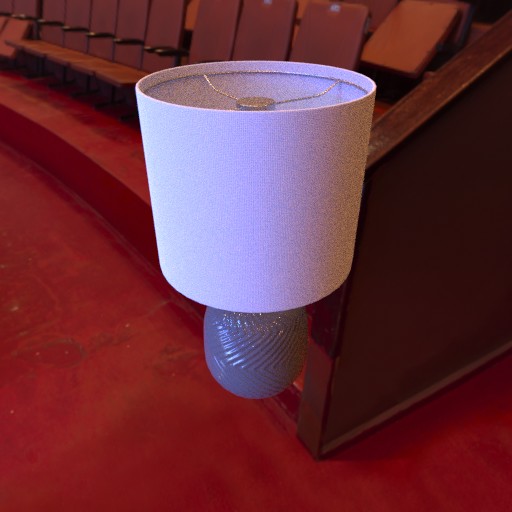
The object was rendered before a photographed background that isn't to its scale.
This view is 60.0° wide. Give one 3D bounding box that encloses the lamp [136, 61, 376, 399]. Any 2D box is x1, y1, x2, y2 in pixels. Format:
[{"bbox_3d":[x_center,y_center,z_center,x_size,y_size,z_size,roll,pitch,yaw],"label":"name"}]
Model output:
[{"bbox_3d":[0.000,0.000,0.488,0.207,0.366,0.207,-19,37,-27],"label":"lamp"}]
